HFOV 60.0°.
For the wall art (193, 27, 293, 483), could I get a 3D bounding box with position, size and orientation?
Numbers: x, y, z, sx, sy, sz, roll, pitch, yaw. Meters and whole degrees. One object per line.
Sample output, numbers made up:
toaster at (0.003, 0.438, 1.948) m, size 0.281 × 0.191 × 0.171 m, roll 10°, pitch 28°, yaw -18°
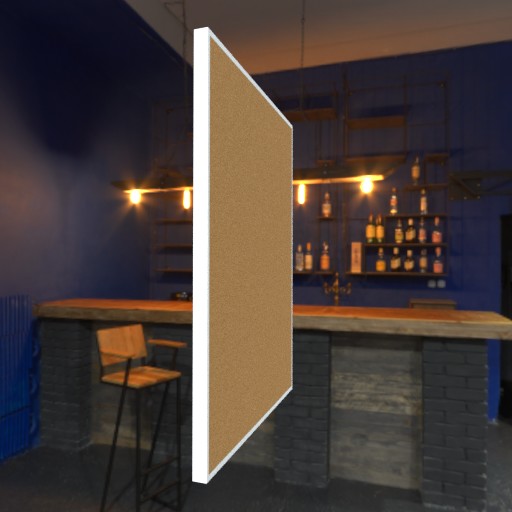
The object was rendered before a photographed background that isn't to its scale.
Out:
wall art at (0.000, 0.000, 1.400) m, size 0.039 × 1.050 × 0.795 m, roll 0°, pitch -1°, yaw 19°
